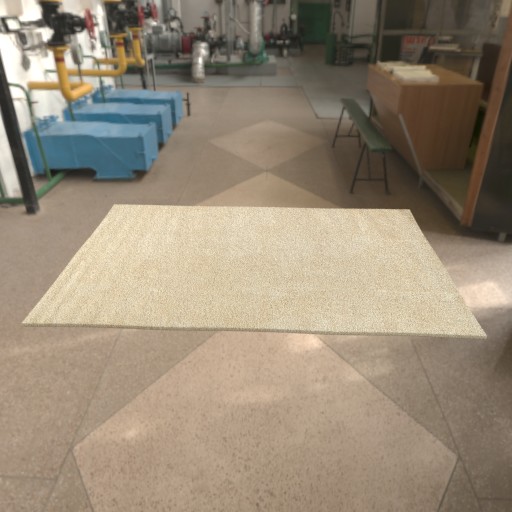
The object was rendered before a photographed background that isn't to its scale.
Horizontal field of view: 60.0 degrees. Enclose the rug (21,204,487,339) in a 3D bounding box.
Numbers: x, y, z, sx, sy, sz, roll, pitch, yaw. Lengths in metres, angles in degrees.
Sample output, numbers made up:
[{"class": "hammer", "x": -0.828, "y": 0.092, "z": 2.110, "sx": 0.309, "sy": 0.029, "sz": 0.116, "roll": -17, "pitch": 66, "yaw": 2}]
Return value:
[{"class": "rug", "x": 0.000, "y": 0.000, "z": 2.879, "sx": 2.346, "sy": 0.025, "sz": 1.500, "roll": 1, "pitch": 31, "yaw": 2}]
